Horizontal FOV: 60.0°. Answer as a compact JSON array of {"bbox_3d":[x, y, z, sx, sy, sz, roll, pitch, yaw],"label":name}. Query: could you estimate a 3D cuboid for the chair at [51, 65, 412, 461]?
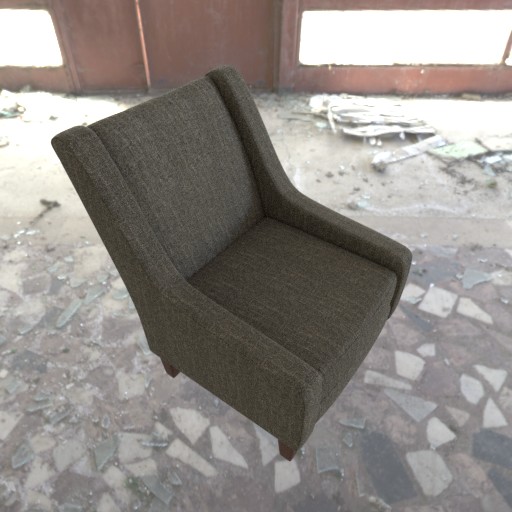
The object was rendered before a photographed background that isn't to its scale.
[{"bbox_3d":[0.000,0.000,1.636,0.944,1.012,0.793,26,47,27],"label":"chair"}]
